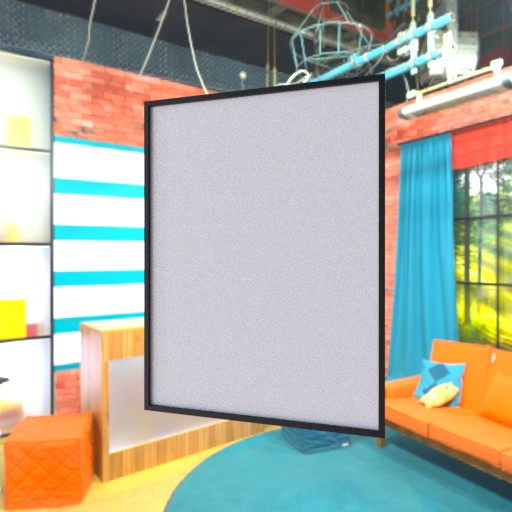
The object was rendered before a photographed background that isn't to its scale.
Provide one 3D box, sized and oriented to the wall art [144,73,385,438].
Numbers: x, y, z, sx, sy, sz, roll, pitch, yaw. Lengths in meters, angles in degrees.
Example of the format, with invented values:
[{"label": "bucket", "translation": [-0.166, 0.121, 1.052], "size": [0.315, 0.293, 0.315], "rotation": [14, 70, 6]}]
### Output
[{"label": "wall art", "translation": [0.000, 0.000, 1.434], "size": [0.802, 1.070, 0.036], "rotation": [0, 0, 17]}]
